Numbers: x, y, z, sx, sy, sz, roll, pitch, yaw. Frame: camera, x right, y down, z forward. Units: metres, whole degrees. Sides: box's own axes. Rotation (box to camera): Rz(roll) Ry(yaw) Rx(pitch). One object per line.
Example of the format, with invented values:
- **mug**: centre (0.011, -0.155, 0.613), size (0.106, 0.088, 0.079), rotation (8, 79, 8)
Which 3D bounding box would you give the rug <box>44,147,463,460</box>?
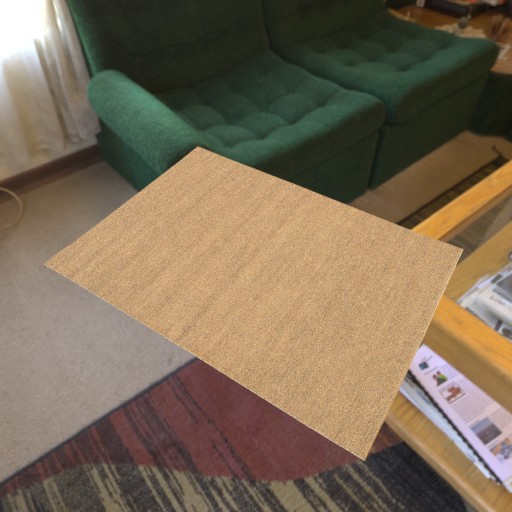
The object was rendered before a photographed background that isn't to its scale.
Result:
- **rug**: centre (0.000, 0.000, 2.922), size (2.264, 0.030, 1.624), rotation (26, 52, 22)
